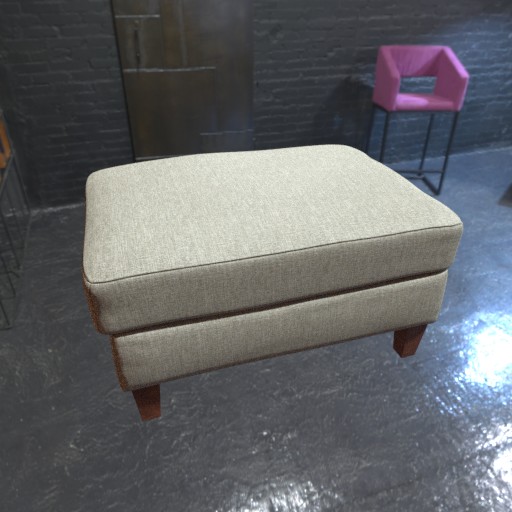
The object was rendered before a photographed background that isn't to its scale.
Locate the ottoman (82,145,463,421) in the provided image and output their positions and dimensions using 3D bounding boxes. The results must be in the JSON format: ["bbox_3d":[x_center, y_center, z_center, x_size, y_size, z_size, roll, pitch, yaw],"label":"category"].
[{"bbox_3d":[0.000,0.000,1.276,0.873,0.494,0.639,-9,33,-14],"label":"ottoman"}]
